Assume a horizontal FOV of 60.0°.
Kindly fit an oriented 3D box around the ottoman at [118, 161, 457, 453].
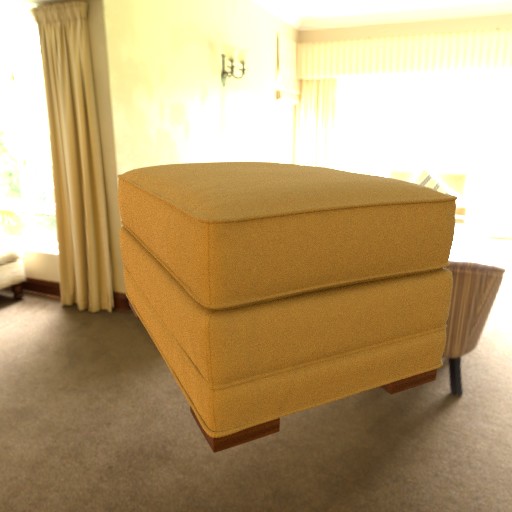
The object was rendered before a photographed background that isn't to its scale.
[{"bbox_3d":[0.000,0.000,1.215,0.611,0.482,0.848,-8,18,-25],"label":"ottoman"}]
